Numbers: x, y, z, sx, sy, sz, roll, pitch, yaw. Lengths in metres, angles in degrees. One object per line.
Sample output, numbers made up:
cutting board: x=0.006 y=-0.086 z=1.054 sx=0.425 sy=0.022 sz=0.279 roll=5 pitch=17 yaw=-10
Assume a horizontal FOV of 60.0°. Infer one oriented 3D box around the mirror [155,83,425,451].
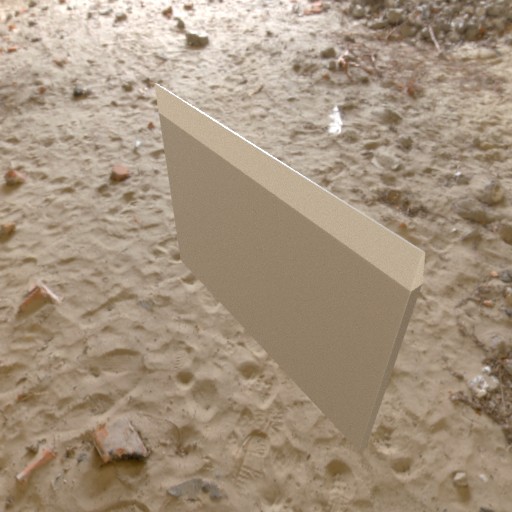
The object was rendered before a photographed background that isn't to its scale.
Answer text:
mirror: x=0.000 y=0.000 z=1.134 sx=0.030 sy=0.630 sz=0.870 roll=-26 pitch=47 yaw=-27
